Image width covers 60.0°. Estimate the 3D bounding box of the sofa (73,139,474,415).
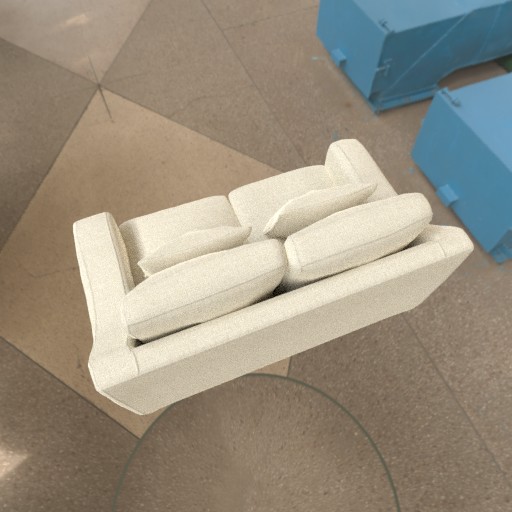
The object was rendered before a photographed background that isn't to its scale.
[{"bbox_3d":[0.000,0.000,2.339,1.744,1.047,1.040,-19,61,-11],"label":"sofa"}]
